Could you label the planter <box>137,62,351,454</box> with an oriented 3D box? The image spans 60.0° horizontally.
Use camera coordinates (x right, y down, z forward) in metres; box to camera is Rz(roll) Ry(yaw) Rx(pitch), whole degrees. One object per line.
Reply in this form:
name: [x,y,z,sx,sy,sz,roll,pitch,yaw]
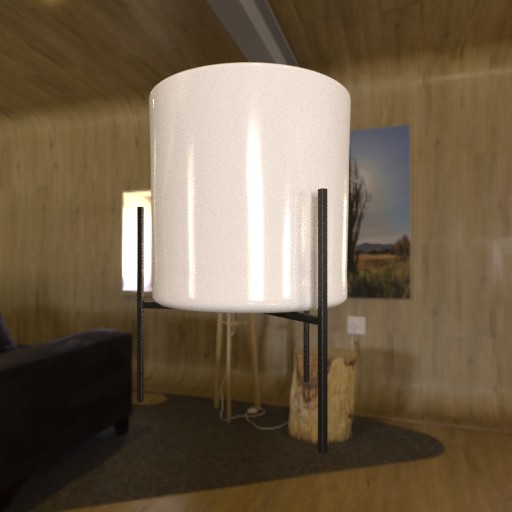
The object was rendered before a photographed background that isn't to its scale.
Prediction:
planter: [0.000,0.000,0.640,0.307,0.431,0.308,0,0,35]
